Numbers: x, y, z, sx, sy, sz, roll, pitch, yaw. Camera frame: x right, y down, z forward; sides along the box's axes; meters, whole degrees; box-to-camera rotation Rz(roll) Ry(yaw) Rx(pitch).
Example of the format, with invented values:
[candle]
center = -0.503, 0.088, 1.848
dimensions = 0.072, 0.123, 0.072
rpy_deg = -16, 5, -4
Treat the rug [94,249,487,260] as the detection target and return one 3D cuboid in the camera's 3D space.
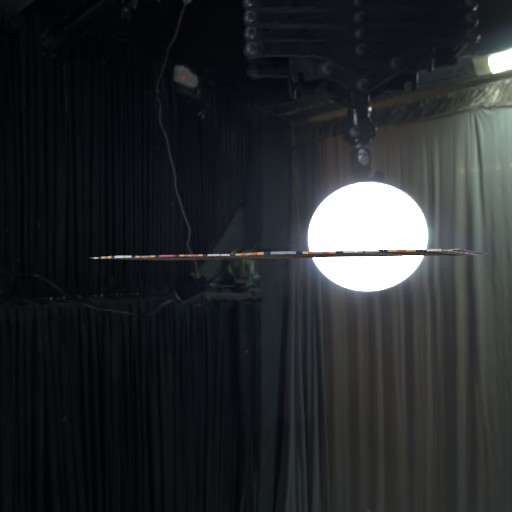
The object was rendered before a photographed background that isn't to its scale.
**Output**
[rug]
center = 0.000, 0.000, 2.705
dimensions = 2.455, 0.017, 0.695
rpy_deg = -1, -2, 36
